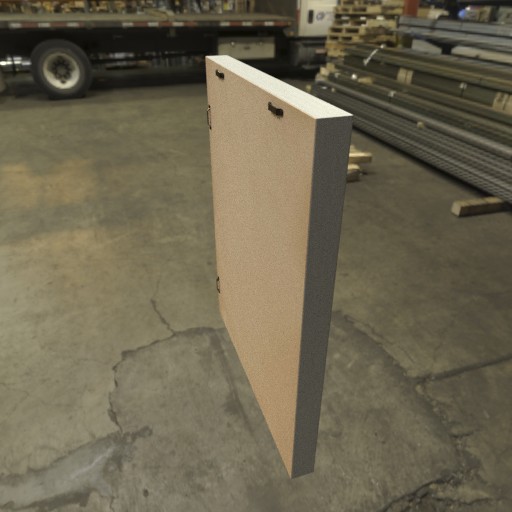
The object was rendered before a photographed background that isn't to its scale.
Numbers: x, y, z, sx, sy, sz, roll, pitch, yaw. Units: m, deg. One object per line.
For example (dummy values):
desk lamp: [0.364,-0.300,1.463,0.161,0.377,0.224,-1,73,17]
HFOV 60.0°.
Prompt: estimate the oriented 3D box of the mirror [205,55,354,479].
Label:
mirror: [0.000,0.000,0.669,0.041,0.508,0.405,-10,33,-16]
